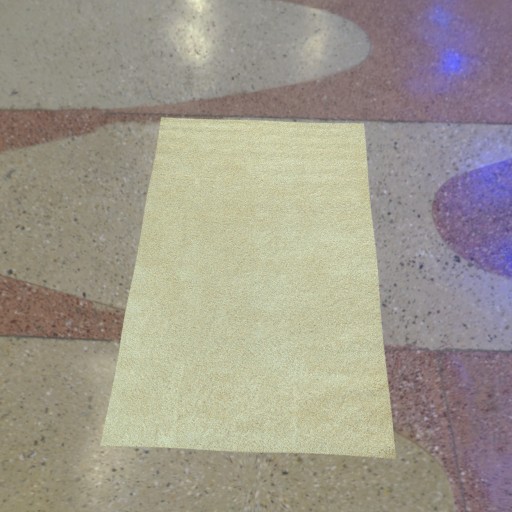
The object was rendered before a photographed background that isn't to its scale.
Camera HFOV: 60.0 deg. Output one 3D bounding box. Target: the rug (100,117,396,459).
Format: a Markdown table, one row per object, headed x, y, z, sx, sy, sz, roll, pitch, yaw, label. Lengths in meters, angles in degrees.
| x | y | z | sx | sy | sz | roll | pitch | yaw | label |
| --- | --- | --- | --- | --- | --- | --- | --- | --- | --- |
| 0.000 | 0.000 | 3.319 | 1.800 | 0.025 | 2.699 | 2 | 63 | 1 | rug |
